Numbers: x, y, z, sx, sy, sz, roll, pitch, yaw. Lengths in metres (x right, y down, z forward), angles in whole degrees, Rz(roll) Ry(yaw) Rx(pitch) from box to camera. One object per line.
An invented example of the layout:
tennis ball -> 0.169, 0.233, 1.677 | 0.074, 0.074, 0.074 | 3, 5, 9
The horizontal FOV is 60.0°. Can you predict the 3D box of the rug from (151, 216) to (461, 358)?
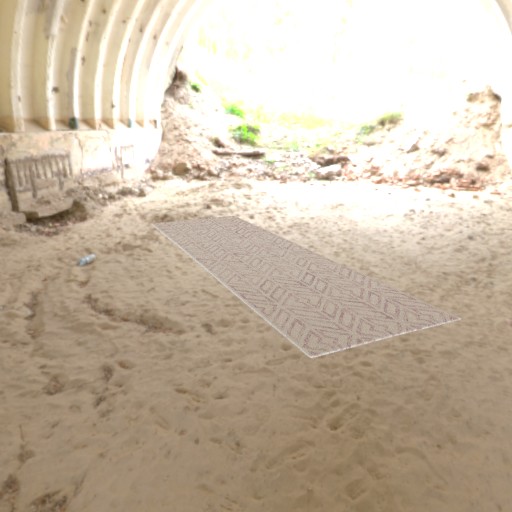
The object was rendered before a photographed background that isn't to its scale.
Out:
rug -> 0.000, 0.000, 2.763 | 0.750, 0.009, 2.435 | -8, 18, -25
